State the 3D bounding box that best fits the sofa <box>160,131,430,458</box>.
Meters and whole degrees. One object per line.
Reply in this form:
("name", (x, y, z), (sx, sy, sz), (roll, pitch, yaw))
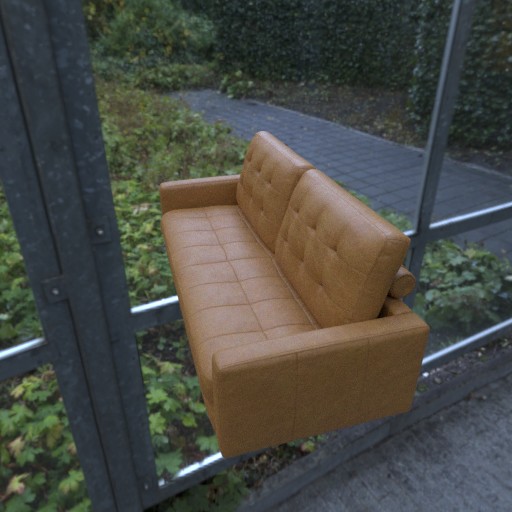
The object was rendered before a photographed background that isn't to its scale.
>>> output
("sofa", (0.000, 0.000, 2.286), (0.850, 0.898, 1.821), (-8, 30, -14))
